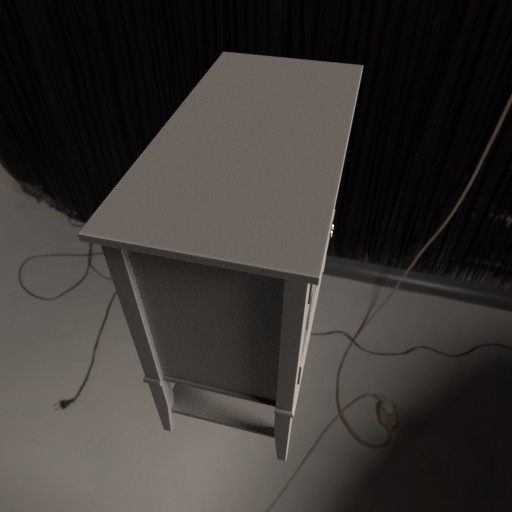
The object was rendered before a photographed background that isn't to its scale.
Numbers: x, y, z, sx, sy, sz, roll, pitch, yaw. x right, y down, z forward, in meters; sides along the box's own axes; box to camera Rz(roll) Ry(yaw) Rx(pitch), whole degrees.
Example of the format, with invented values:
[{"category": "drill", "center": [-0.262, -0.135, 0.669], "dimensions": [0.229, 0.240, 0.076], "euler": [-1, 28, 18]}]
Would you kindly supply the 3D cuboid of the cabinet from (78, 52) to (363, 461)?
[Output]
[{"category": "cabinet", "center": [0.000, 0.000, 1.233], "dimensions": [0.396, 0.780, 0.801], "euler": [10, 46, 10]}]
